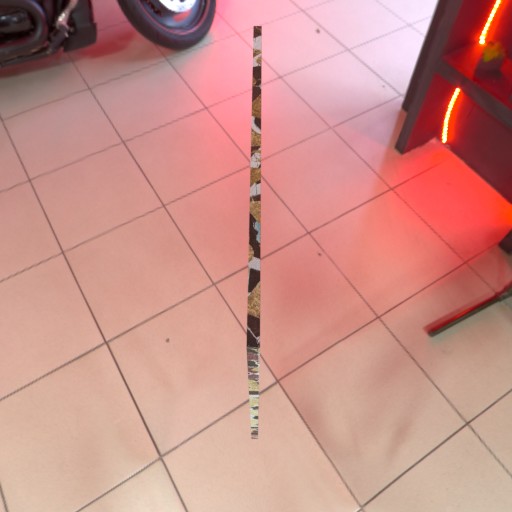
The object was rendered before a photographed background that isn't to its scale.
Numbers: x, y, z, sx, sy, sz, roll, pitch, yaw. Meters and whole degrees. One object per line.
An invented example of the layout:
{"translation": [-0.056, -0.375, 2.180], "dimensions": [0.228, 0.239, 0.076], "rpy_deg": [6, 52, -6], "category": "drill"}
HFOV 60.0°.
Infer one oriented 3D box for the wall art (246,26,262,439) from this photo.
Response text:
{"translation": [0.000, 0.000, 0.604], "dimensions": [0.010, 0.406, 0.404], "rpy_deg": [0, 59, 0], "category": "wall art"}
